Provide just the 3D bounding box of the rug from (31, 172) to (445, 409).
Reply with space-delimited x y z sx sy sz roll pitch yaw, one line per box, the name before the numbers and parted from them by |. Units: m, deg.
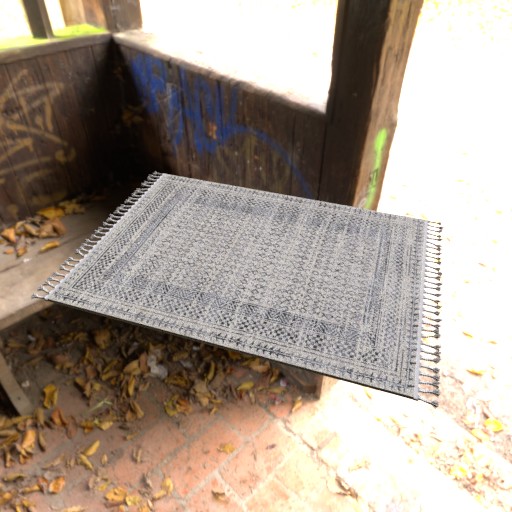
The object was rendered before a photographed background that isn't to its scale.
rug | 0.000 0.000 2.318 1.872 0.013 1.243 12 42 14
